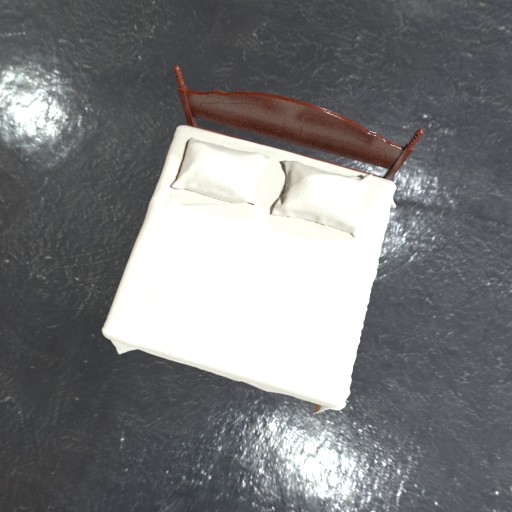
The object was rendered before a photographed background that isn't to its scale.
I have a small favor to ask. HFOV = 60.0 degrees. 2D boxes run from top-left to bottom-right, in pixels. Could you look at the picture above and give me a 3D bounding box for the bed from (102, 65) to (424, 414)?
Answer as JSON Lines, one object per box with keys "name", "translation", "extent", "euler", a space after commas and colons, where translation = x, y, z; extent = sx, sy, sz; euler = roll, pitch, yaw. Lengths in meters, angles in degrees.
{"name": "bed", "translation": [0.000, 0.000, 3.670], "extent": [2.322, 1.355, 2.219], "euler": [16, 77, 4]}
